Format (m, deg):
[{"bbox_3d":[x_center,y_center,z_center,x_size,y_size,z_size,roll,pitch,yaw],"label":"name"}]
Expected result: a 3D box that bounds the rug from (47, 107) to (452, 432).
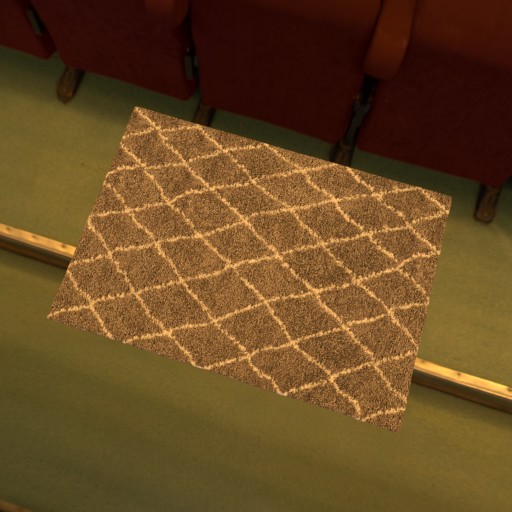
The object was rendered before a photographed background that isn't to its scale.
[{"bbox_3d":[0.000,0.000,2.254,1.778,0.030,1.219,17,77,4],"label":"rug"}]
